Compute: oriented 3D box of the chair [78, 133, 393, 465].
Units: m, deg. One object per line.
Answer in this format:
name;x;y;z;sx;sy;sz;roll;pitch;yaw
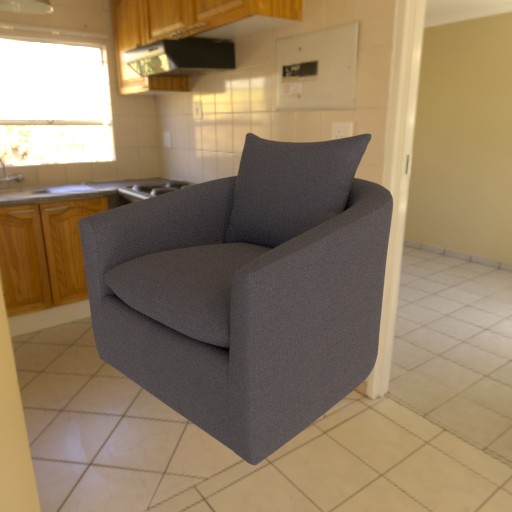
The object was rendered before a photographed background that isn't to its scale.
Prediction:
chair;0.000;0.000;1.594;0.845;0.848;0.910;15;22;41
